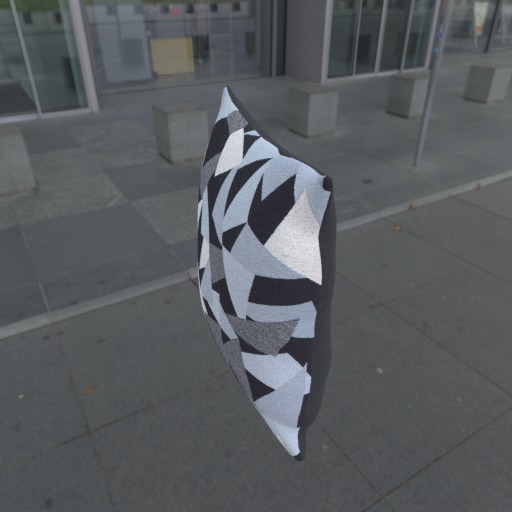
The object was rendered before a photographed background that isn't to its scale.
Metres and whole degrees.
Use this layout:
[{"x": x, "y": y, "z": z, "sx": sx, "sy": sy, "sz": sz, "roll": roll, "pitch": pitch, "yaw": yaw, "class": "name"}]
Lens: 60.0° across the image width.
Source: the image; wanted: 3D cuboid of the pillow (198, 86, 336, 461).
[{"x": 0.000, "y": 0.000, "z": 0.793, "sx": 0.208, "sy": 0.496, "sz": 0.503, "roll": -9, "pitch": 32, "yaw": -14, "class": "pillow"}]
